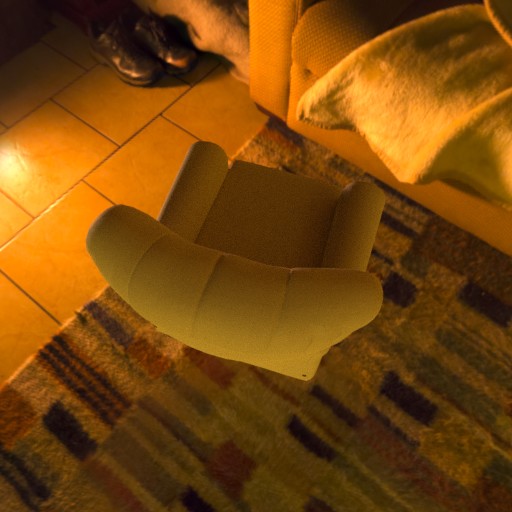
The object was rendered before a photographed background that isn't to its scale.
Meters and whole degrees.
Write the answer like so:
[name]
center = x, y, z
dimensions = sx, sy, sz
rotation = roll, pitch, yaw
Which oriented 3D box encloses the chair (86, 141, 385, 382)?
[chair]
center = 0.000, 0.000, 2.033
dimensions = 1.035, 1.169, 1.132
rotation = 16, 64, 8
